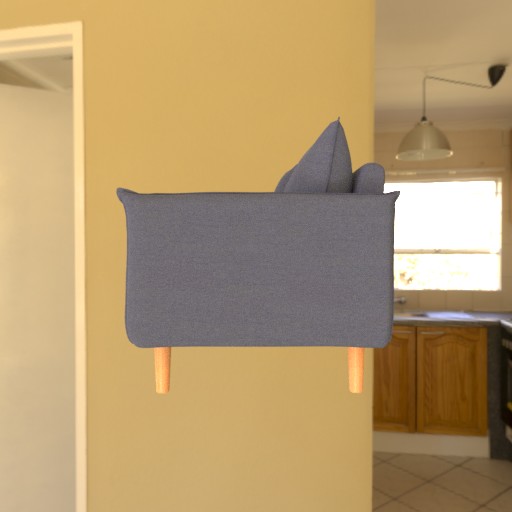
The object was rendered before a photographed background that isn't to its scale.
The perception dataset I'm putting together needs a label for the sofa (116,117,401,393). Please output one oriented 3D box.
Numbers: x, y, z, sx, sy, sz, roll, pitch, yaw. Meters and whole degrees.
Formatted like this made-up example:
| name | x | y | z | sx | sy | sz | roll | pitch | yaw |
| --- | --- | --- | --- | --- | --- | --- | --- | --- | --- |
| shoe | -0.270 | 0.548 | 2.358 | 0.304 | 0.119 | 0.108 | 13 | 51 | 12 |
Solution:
| name | x | y | z | sx | sy | sz | roll | pitch | yaw |
| --- | --- | --- | --- | --- | --- | --- | --- | --- | --- |
| sofa | 0.000 | 0.000 | 1.890 | 0.820 | 0.840 | 1.300 | 0 | 0 | 0 |
